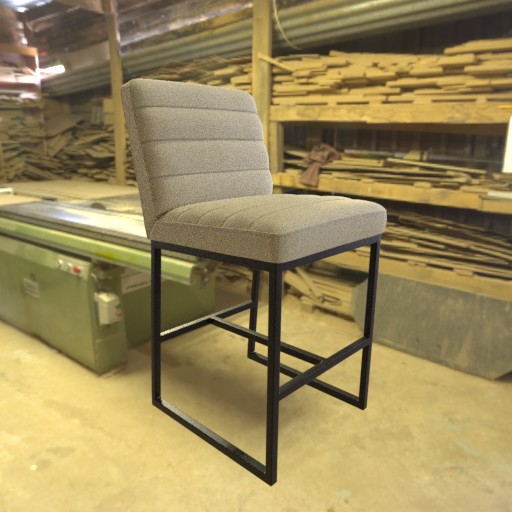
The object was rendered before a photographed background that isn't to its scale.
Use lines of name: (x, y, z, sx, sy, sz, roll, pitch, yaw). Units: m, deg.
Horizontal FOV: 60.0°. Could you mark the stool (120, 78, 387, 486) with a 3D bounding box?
stool: (0.000, 0.000, 1.239, 0.560, 0.940, 0.460, 13, 20, 42)
